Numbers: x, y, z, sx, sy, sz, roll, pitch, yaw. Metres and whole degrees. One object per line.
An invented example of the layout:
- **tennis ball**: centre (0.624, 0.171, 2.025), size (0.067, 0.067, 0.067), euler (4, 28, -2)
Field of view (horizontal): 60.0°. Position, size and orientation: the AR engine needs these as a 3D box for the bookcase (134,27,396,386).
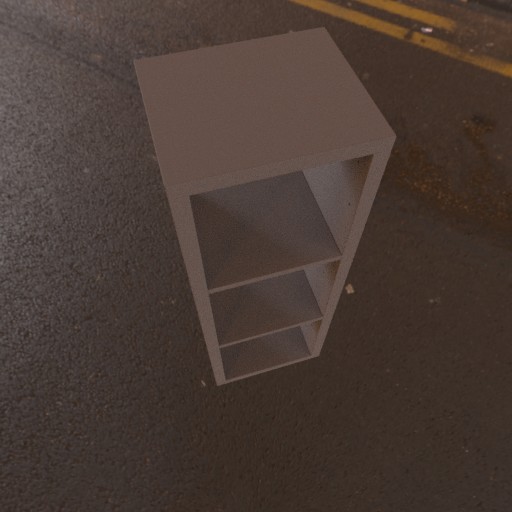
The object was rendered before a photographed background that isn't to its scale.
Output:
- **bookcase**: centre (0.000, 0.000, 1.248), size (0.390, 1.080, 0.330), euler (-14, 59, -9)
